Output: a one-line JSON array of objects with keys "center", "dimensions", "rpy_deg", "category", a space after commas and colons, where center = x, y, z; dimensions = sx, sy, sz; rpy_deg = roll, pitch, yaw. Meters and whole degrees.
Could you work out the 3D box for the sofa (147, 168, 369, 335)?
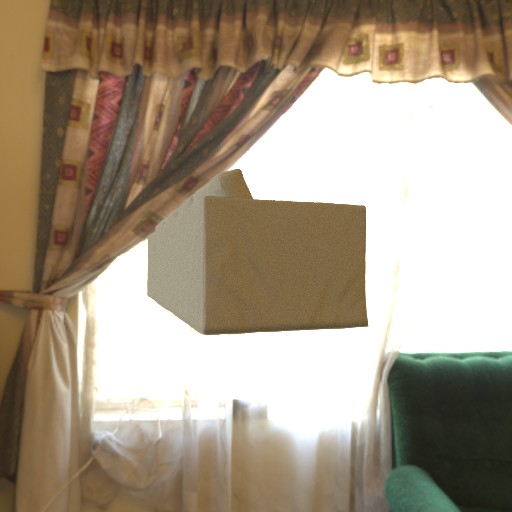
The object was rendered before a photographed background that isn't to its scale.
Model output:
[{"center": [0.000, 0.000, 3.913], "dimensions": [1.622, 0.867, 3.177], "rpy_deg": [0, -1, -19], "category": "sofa"}]
